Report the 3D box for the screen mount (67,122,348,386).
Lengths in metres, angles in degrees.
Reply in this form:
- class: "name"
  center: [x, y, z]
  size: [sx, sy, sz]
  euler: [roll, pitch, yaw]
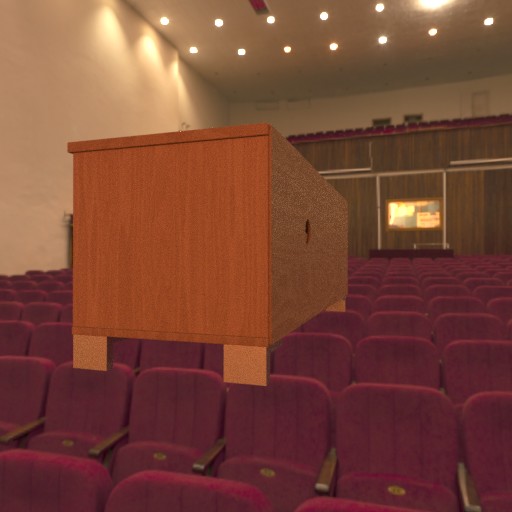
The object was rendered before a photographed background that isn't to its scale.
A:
- class: "screen mount"
  center: [0.000, 0.000, 1.299]
  size: [0.406, 0.432, 1.084]
  euler: [0, 0, 18]
